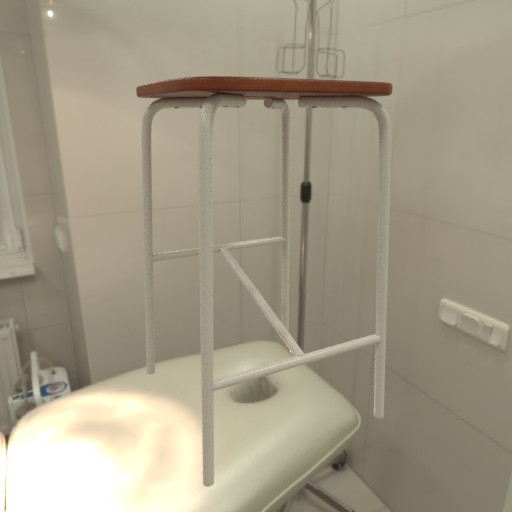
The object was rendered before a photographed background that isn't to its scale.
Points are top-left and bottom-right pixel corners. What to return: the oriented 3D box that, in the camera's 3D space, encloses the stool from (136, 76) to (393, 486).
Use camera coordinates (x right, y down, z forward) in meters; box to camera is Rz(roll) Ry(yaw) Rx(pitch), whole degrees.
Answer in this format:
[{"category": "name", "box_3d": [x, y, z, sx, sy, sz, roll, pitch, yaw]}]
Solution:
[{"category": "stool", "box_3d": [0.000, 0.000, 0.849, 0.376, 0.610, 0.376, -9, 20, -26]}]
